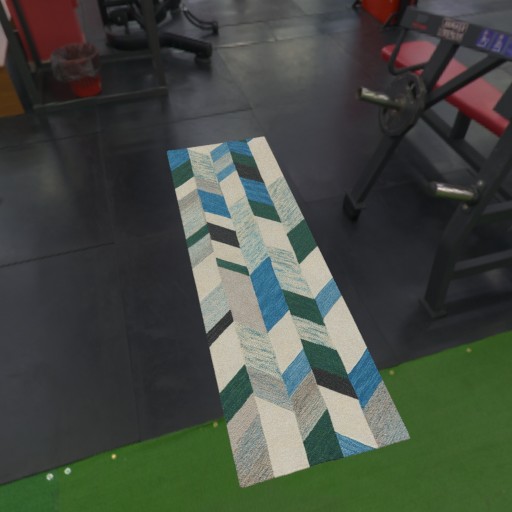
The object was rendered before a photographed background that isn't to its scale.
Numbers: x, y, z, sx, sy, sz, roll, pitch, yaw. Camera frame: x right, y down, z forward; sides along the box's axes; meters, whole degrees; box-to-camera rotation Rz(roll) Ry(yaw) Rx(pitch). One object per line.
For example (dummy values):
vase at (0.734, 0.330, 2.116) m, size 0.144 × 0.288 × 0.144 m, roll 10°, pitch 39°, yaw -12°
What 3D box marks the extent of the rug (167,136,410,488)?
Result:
rug at (0.000, 0.000, 2.657) m, size 0.774 × 0.008 × 2.437 m, roll -11°, pitch 49°, yaw -10°
